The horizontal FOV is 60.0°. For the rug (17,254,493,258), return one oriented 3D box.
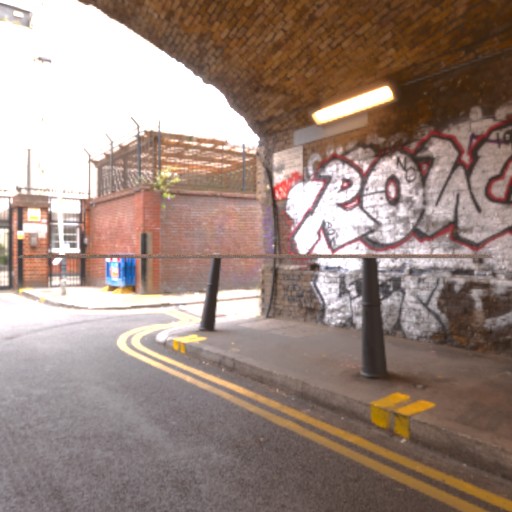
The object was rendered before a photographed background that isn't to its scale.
[{"bbox_3d":[0.000,0.000,3.716,2.901,0.026,2.043,0,0,1],"label":"rug"}]
